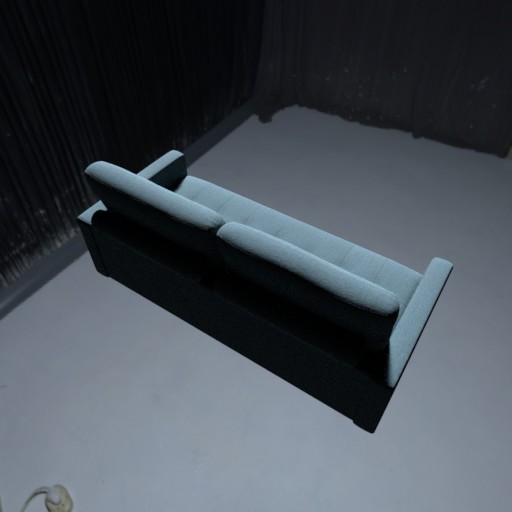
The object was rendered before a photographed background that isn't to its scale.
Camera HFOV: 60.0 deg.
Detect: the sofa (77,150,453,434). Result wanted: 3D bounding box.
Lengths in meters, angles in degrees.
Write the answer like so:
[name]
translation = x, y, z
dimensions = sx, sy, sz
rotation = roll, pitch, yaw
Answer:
[sofa]
translation = 0.000, 0.000, 2.630
dimensions = 2.010, 1.050, 0.966
rotation = 26, 52, 22
